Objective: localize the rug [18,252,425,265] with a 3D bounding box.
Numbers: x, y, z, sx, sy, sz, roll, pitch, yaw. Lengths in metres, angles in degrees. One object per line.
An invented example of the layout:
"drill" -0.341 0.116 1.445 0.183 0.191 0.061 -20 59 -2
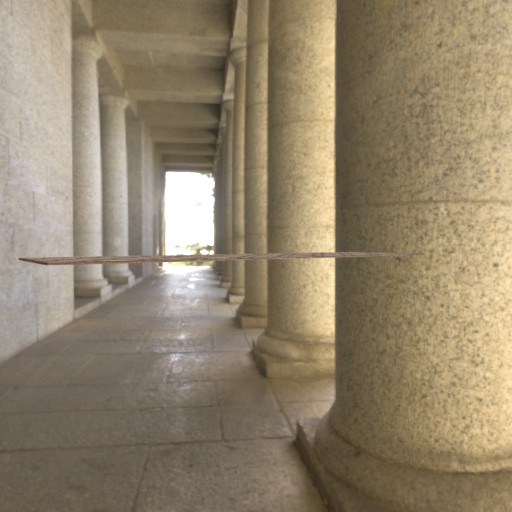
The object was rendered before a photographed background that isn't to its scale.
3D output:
"rug" 0.000 0.000 2.650 2.437 0.013 0.685 -1 2 -36
